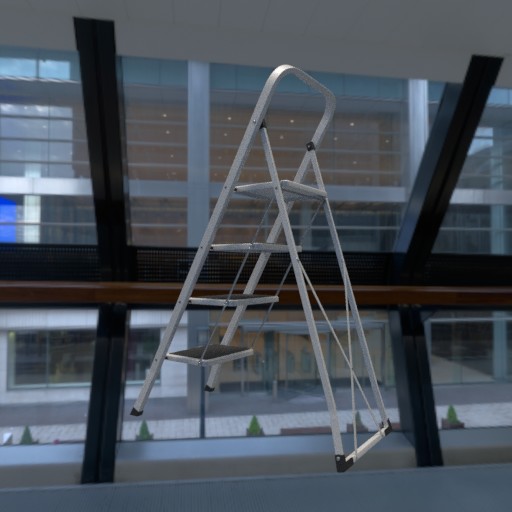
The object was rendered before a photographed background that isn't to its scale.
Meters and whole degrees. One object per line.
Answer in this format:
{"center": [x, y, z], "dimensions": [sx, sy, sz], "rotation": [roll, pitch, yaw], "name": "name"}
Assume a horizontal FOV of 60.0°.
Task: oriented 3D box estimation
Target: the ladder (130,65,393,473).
{"center": [0.000, 0.000, 1.707], "dimensions": [0.914, 1.265, 0.460], "rotation": [-1, -2, 36], "name": "ladder"}
